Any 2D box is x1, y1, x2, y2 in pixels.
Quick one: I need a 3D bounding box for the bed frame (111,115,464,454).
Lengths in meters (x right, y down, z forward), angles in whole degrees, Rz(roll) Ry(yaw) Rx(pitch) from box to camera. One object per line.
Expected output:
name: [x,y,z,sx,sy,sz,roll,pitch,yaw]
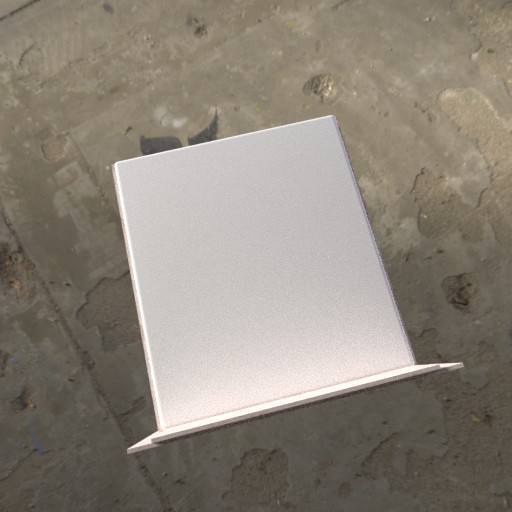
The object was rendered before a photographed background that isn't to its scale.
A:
bed frame: [0.000,0.000,3.189,1.950,0.970,2.080,-13,76,-3]
